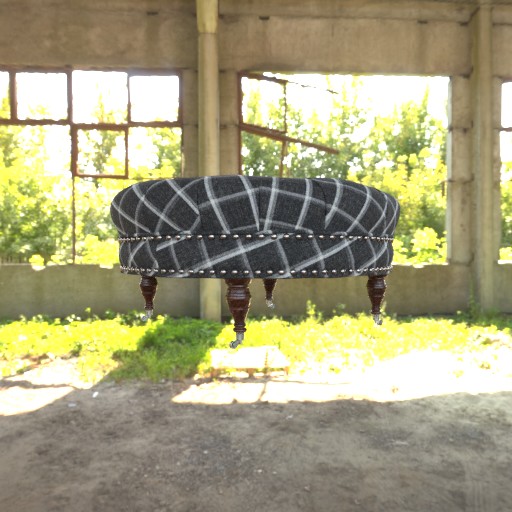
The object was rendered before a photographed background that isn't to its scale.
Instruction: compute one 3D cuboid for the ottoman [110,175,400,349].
[{"bbox_3d":[0.000,0.000,1.442,0.901,0.439,0.901,0,0,0],"label":"ottoman"}]
